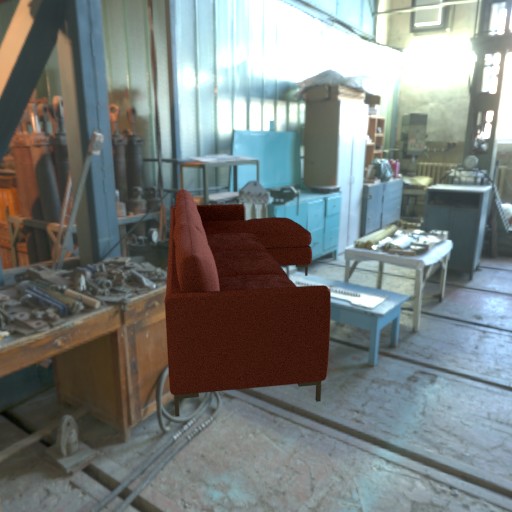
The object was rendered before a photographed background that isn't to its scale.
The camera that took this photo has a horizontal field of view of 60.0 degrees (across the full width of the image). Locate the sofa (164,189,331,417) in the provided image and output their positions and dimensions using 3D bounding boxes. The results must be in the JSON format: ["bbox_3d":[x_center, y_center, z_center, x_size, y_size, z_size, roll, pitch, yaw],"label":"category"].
[{"bbox_3d":[0.000,0.000,3.520,1.350,0.810,2.932,-3,15,-10],"label":"sofa"}]
